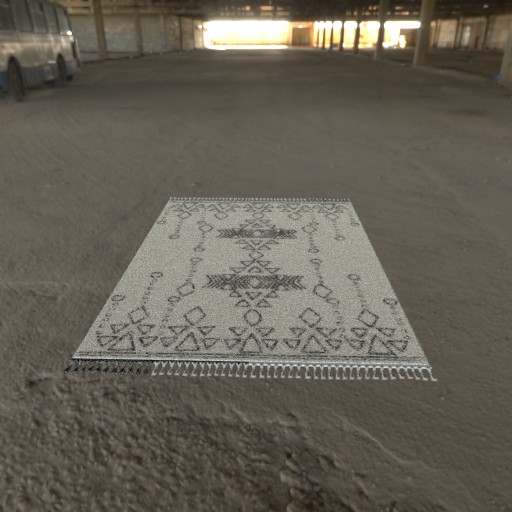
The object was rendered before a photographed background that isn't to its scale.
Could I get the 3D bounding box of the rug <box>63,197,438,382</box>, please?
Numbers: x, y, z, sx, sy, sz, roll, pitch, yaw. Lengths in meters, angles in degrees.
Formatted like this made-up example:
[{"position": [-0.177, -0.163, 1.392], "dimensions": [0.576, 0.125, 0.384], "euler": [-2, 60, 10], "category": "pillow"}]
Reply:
[{"position": [0.000, 0.000, 2.919], "dimensions": [1.600, 0.013, 2.312], "euler": [1, 26, 2], "category": "rug"}]
